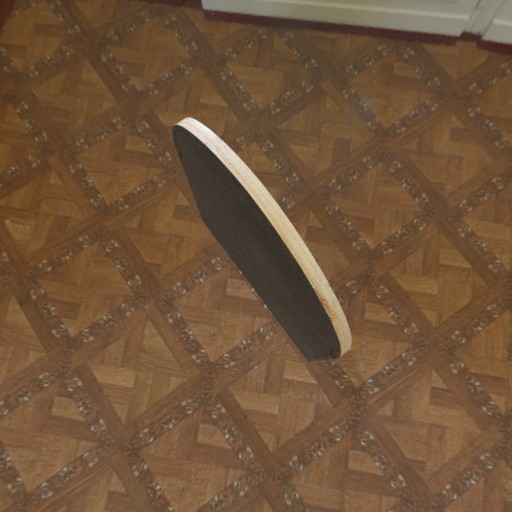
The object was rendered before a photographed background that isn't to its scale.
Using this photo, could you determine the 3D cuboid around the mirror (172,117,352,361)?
[{"bbox_3d":[0.000,0.000,1.202,0.032,0.920,0.660,-36,79,-8],"label":"mirror"}]
